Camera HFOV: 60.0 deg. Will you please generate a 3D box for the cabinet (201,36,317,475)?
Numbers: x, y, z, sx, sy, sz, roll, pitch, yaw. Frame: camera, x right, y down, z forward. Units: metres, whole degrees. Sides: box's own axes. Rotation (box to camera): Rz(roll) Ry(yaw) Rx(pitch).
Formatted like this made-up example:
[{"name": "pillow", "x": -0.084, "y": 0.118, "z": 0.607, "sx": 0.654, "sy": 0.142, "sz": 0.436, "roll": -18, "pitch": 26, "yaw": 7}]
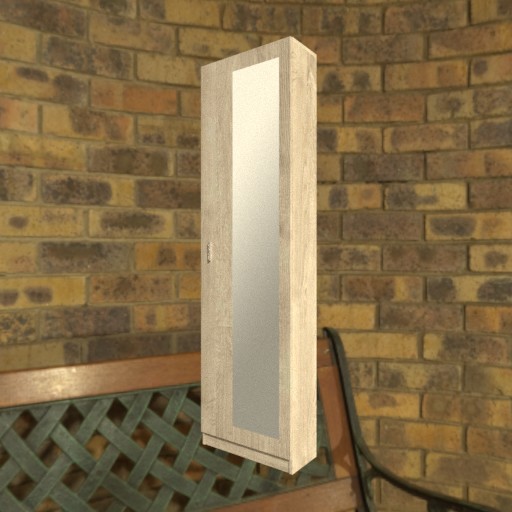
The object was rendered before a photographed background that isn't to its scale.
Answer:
[{"name": "cabinet", "x": 0.000, "y": 0.000, "z": 2.031, "sx": 0.500, "sy": 1.790, "sz": 0.230, "roll": 0, "pitch": 0, "yaw": 36}]
